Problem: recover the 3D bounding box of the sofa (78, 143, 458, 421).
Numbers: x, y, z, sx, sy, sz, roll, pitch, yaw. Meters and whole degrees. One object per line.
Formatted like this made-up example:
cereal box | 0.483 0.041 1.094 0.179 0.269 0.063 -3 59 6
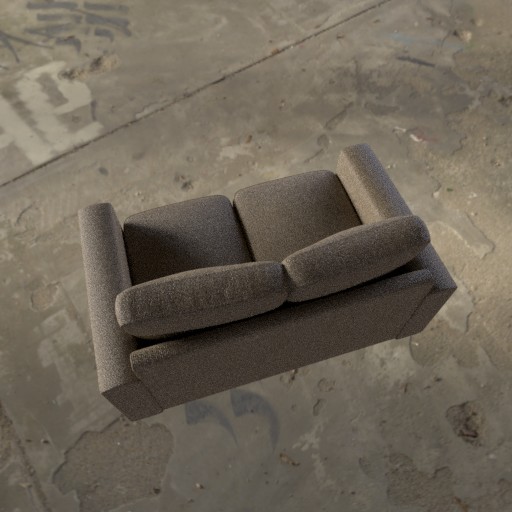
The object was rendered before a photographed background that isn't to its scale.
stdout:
sofa | 0.000 0.000 2.236 1.616 0.873 1.016 -15 59 -9
